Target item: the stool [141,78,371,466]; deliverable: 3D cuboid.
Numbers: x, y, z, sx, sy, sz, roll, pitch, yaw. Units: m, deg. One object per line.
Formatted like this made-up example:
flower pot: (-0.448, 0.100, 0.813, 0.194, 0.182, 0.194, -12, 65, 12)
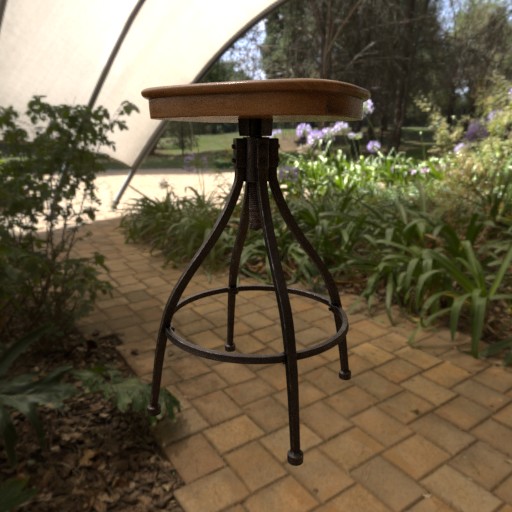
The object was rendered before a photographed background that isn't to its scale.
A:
stool: (0.000, 0.000, 0.990, 0.432, 0.694, 0.424, 7, 17, 26)
